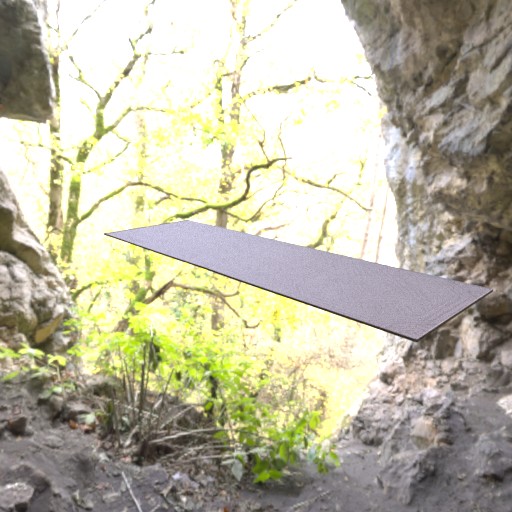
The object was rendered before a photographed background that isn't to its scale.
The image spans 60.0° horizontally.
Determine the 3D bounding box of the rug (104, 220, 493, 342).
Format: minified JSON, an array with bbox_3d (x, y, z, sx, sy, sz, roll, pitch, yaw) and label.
[{"bbox_3d":[0.000,0.000,2.694,0.775,0.012,2.452,-15,21,-42],"label":"rug"}]
